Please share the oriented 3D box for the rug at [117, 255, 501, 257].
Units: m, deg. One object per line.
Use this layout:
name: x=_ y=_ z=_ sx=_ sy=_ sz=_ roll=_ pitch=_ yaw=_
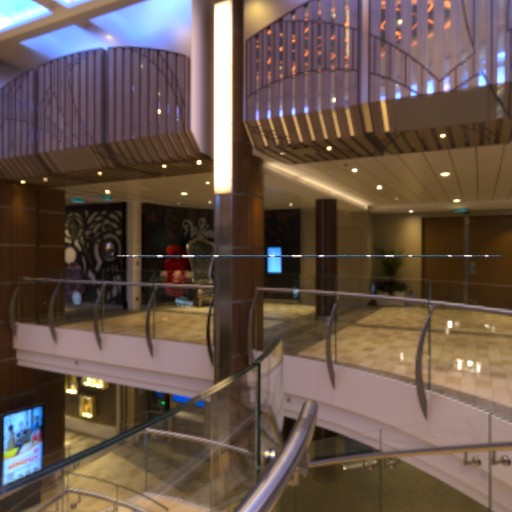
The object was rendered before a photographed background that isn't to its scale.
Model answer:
rug: x=0.000 y=0.000 z=4.239 sx=2.438 sy=0.010 sz=3.353 roll=0 pitch=0 yaw=-19
